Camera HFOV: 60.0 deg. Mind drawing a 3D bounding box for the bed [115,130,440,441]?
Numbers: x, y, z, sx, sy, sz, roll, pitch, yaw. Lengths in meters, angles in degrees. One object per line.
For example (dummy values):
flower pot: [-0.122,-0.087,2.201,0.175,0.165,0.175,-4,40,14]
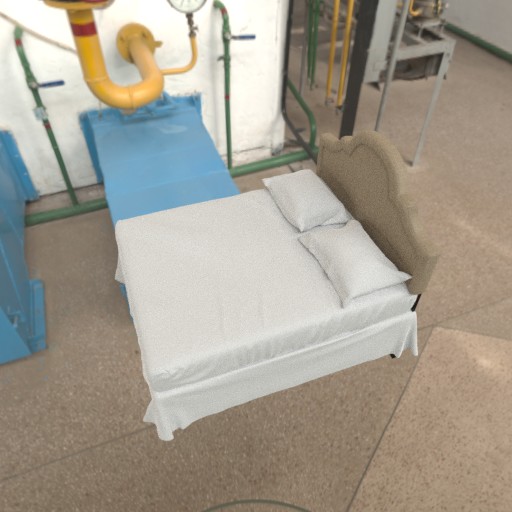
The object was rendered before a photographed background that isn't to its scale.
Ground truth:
bed: [0.000,0.000,3.417,2.222,1.634,1.780,-15,47,-14]
